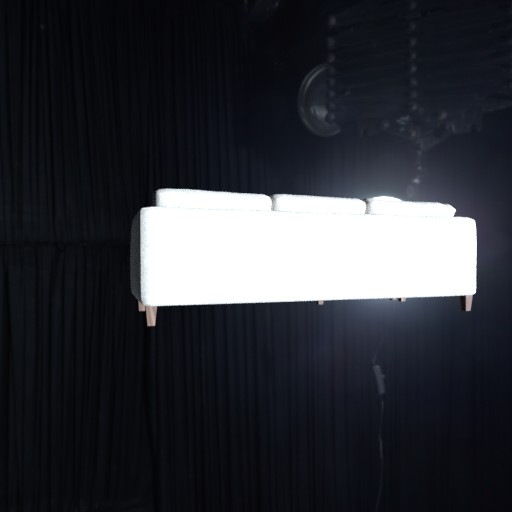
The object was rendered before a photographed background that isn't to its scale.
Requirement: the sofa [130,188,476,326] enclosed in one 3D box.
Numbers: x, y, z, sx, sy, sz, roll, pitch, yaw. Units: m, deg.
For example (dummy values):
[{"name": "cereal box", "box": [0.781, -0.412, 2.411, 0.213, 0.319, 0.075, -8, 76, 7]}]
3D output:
[{"name": "sofa", "box": [0.000, 0.000, 4.517, 2.551, 0.853, 3.238, 0, 0, -18]}]
